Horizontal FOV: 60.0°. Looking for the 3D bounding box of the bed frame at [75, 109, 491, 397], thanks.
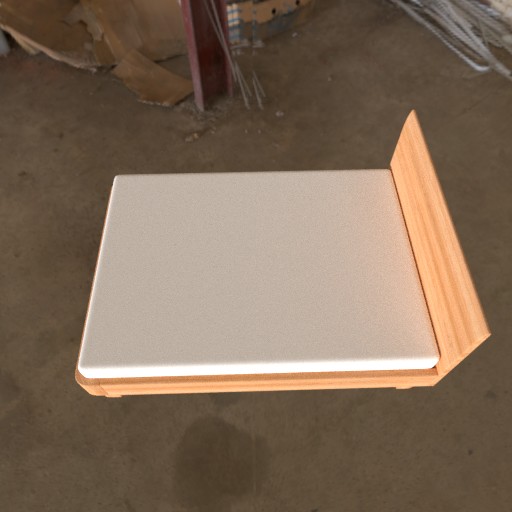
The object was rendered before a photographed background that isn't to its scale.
[{"bbox_3d":[0.000,0.000,2.689,1.992,0.940,1.472,-1,57,-1],"label":"bed frame"}]
